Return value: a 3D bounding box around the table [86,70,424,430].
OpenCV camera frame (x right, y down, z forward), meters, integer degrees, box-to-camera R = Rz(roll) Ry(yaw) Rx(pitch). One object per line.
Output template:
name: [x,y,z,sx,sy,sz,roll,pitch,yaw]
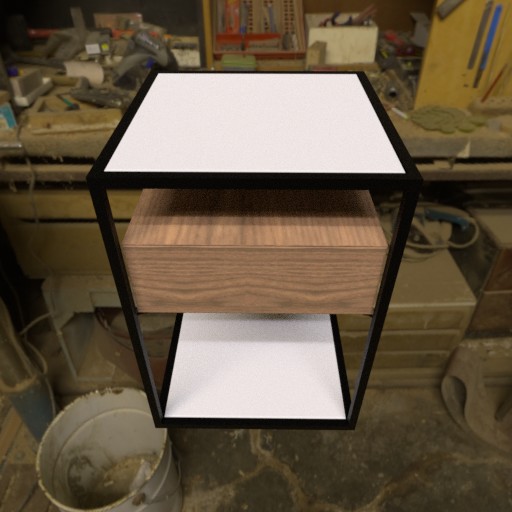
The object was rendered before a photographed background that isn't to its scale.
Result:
table: [0.000,0.000,0.812,0.378,0.540,0.378,0,40,1]
